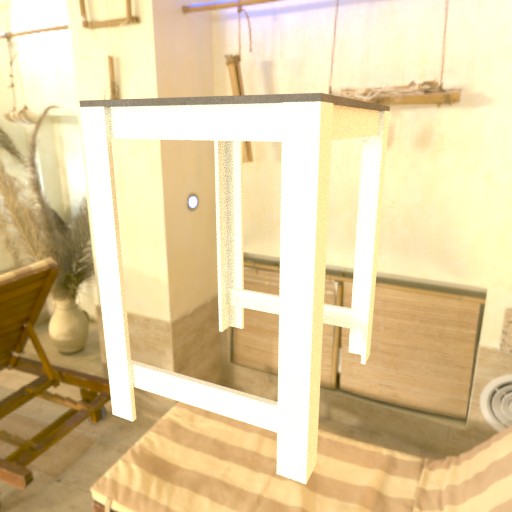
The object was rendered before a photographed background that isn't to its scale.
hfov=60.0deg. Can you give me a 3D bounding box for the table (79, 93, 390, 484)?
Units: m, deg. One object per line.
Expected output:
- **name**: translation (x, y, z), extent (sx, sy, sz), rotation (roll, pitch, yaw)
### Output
- **table**: translation (0.000, 0.000, 1.570), extent (0.700, 1.020, 0.800), rotation (8, 18, 25)
